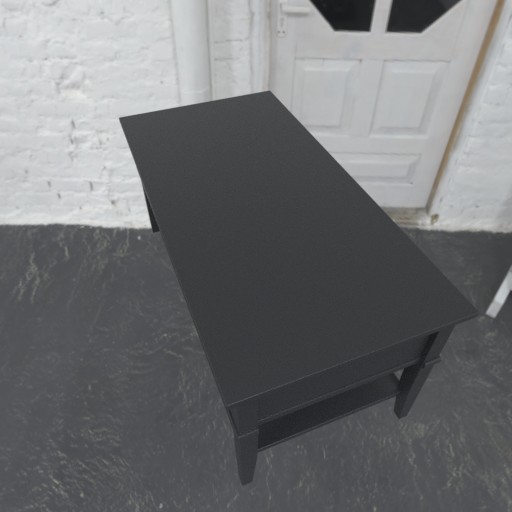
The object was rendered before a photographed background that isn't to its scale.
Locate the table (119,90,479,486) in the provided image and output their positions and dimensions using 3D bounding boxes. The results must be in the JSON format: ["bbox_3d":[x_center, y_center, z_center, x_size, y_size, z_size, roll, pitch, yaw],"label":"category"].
[{"bbox_3d":[0.000,0.000,1.303,0.523,0.470,1.044,-16,47,-15],"label":"table"}]
